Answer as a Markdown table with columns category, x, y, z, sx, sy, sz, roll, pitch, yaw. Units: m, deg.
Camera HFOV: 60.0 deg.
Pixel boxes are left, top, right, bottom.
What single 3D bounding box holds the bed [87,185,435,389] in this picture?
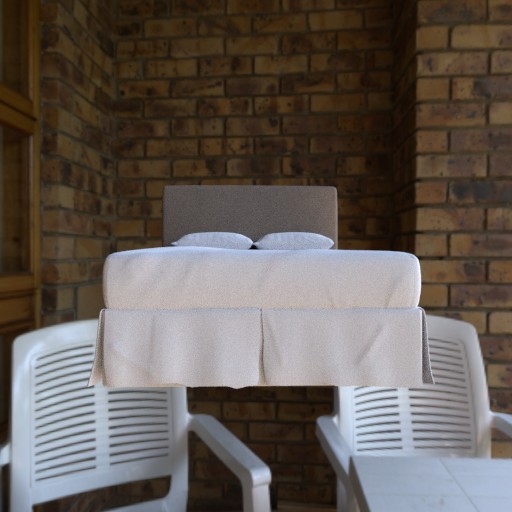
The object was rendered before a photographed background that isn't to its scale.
| category | x | y | z | sx | sy | sz | roll | pitch | yaw |
| --- | --- | --- | --- | --- | --- | --- | --- | --- | --- |
| bed | 0.000 | 0.000 | 3.202 | 1.723 | 1.330 | 2.142 | 0 | 0 | -2 |
